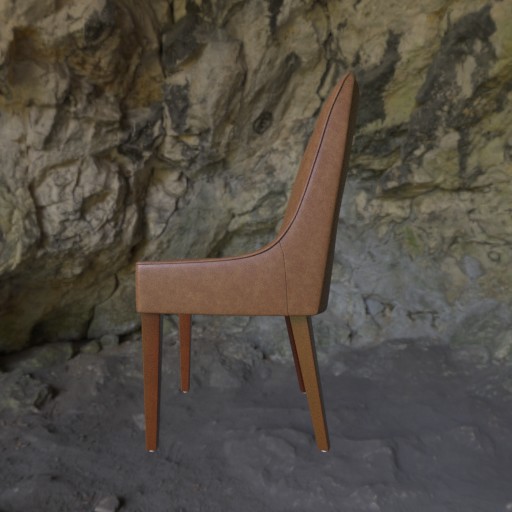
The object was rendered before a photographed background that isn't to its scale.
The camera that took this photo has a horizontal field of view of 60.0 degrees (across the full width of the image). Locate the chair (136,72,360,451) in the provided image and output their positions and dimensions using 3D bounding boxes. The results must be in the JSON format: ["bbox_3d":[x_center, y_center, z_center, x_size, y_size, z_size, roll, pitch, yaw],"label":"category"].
[{"bbox_3d":[0.000,0.000,1.201,0.544,0.861,0.529,0,0,1],"label":"chair"}]
